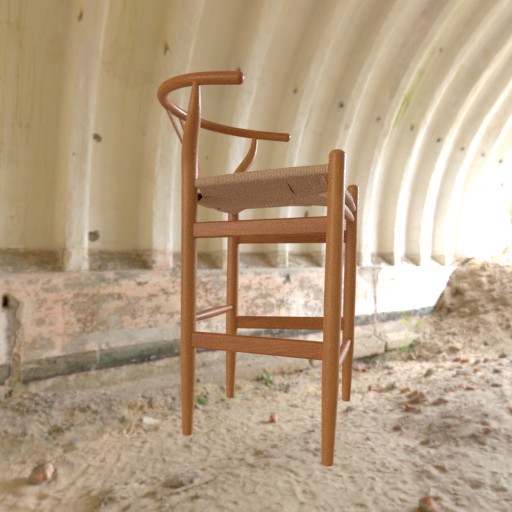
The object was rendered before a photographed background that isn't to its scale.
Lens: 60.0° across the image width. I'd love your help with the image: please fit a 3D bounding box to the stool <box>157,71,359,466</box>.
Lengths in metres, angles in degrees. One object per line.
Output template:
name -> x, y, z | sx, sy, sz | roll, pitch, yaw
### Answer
stool -> 0.000, 0.000, 1.336 | 0.579, 0.970, 0.569 | 0, -1, 16
